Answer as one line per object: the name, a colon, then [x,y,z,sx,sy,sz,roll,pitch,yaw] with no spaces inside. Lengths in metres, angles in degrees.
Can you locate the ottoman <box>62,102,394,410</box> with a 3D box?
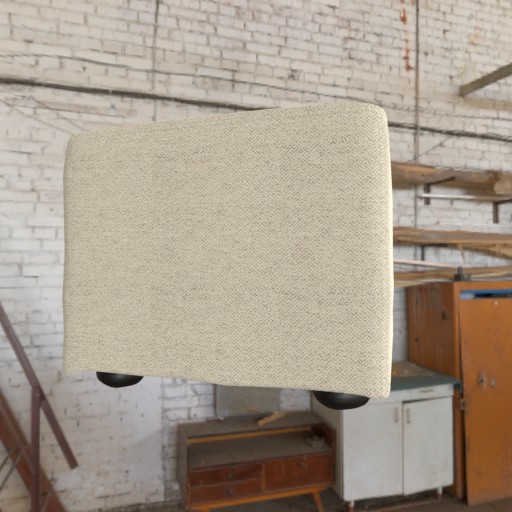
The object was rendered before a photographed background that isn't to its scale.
ottoman: [0.000,0.000,0.884,0.521,0.453,0.512,0,-1,18]
